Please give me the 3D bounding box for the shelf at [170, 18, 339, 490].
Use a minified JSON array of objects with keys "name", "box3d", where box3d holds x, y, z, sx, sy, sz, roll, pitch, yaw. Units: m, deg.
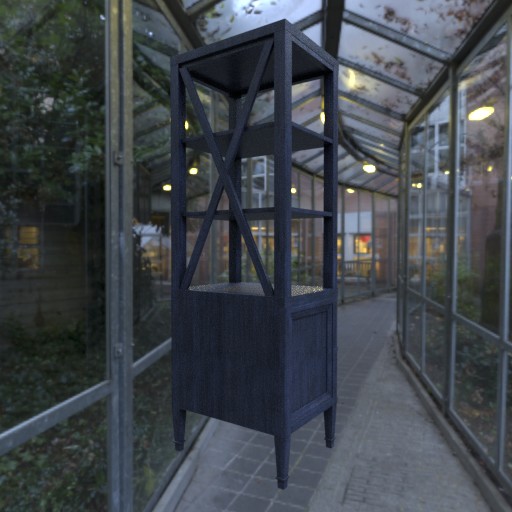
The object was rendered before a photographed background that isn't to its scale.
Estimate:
[{"name":"shelf","box3d":[0.000,0.000,1.975,0.584,1.727,0.472,1,2,35]}]
